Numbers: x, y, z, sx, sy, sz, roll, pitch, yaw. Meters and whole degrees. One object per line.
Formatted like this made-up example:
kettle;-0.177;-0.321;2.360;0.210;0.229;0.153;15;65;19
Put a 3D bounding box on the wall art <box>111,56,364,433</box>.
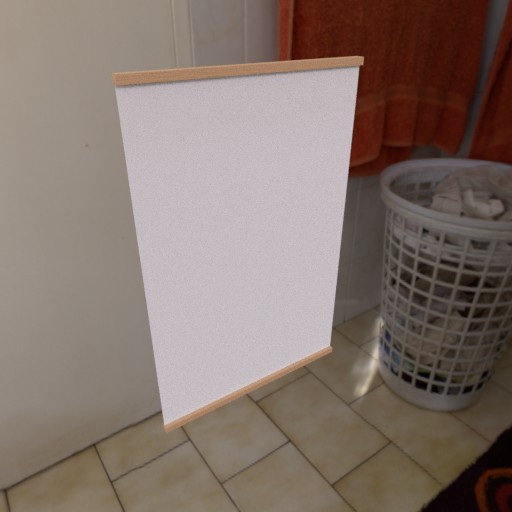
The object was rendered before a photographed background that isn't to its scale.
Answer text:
wall art;0.000;0.000;0.638;0.335;0.510;0.013;-18;34;-29
